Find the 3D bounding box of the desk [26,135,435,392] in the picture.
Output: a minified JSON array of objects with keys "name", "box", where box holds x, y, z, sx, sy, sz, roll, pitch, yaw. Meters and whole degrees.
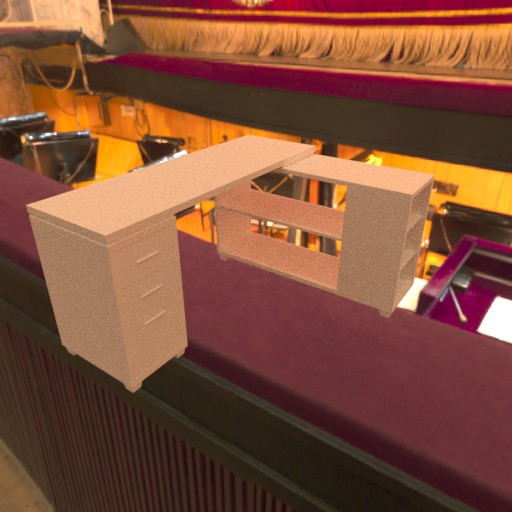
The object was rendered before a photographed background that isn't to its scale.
[{"name":"desk","box":[0.000,0.000,2.213,1.199,0.759,1.524,18,33,31]}]
